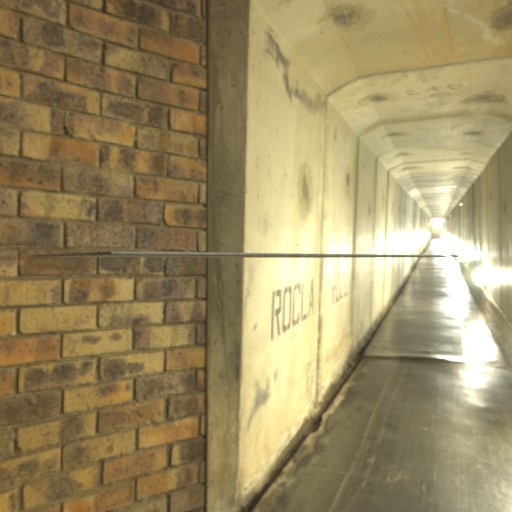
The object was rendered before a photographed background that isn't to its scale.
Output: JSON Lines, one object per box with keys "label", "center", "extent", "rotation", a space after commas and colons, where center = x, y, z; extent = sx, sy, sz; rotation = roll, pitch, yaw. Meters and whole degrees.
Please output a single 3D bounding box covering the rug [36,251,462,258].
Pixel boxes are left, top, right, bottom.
{"label": "rug", "center": [0.000, 0.000, 2.981], "extent": [2.438, 0.014, 1.524], "rotation": [0, -1, -36]}
